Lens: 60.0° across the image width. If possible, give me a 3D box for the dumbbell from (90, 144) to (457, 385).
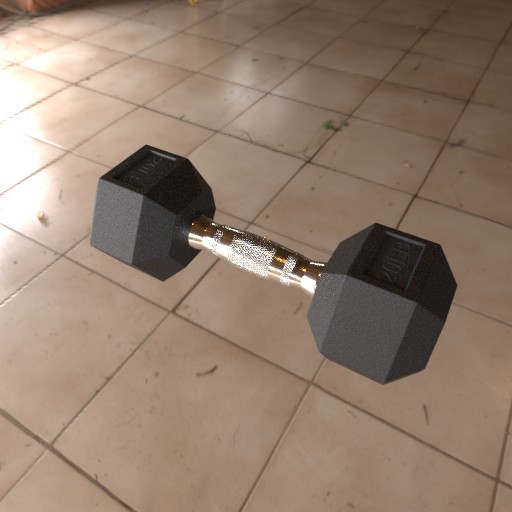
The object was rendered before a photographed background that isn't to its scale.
[{"bbox_3d":[0.000,0.000,0.365,0.297,0.101,0.116,22,50,20],"label":"dumbbell"}]
